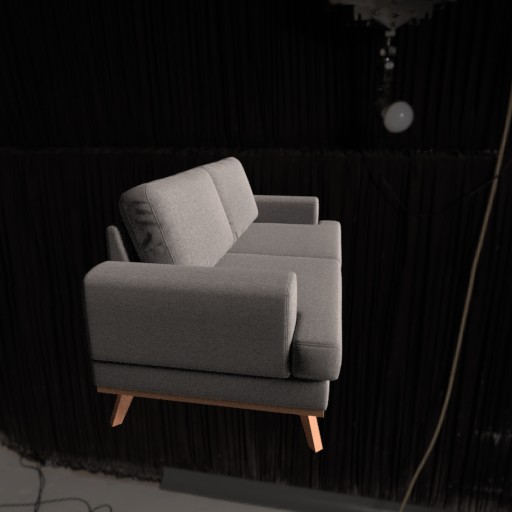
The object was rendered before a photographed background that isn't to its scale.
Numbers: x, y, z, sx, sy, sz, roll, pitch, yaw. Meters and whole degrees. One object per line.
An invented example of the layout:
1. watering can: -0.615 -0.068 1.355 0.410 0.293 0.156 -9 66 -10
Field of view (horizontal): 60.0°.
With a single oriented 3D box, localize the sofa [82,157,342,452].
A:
1. sofa: 0.000 0.000 2.056 0.785 0.810 1.650 3 17 10
